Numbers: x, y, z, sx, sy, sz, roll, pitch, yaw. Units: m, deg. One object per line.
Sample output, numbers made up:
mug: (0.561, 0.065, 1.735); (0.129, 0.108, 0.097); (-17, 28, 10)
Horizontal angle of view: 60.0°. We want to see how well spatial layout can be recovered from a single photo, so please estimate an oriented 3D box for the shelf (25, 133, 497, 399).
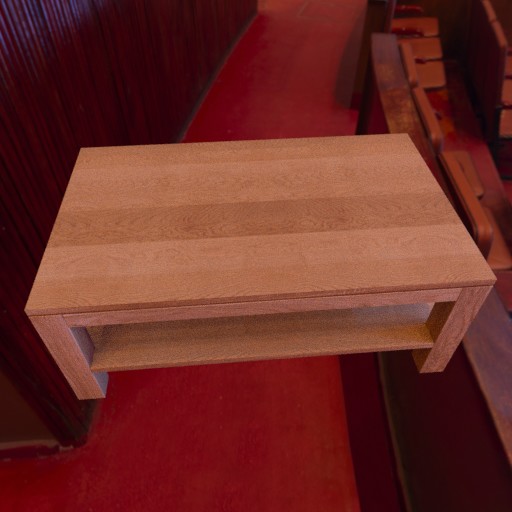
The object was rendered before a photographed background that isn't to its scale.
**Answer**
shelf: (0.000, 0.000, 1.477); (1.150, 0.450, 0.700); (-3, 46, -3)
